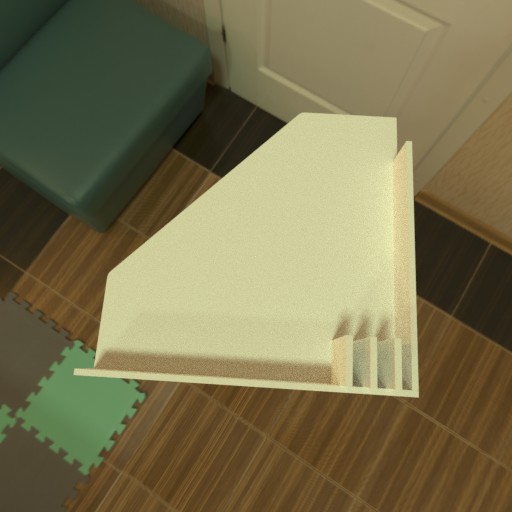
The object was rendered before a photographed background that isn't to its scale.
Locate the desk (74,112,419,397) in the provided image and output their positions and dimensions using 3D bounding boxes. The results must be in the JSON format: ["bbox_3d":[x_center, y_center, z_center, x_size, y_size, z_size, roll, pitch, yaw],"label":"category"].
[{"bbox_3d":[0.000,0.000,1.717,0.940,0.986,0.940,3,76,1],"label":"desk"}]
